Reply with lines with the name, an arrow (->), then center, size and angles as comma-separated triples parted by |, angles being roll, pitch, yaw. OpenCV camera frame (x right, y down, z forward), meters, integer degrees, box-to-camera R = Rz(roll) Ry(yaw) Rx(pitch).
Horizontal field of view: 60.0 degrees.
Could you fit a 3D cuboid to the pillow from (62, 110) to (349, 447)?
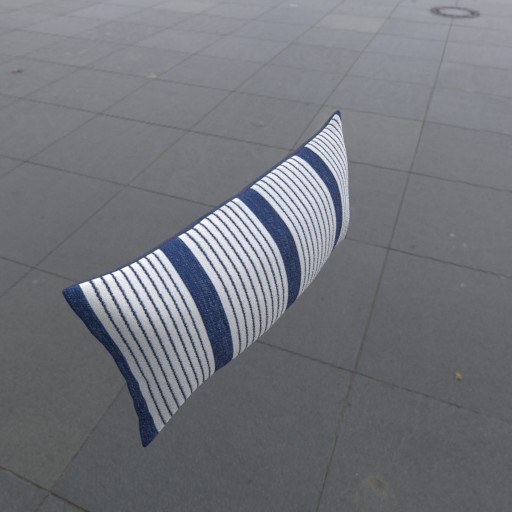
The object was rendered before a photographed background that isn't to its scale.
pillow -> 0.000, 0.000, 0.739 | 0.156, 0.292, 0.608 | 26, 48, 27
